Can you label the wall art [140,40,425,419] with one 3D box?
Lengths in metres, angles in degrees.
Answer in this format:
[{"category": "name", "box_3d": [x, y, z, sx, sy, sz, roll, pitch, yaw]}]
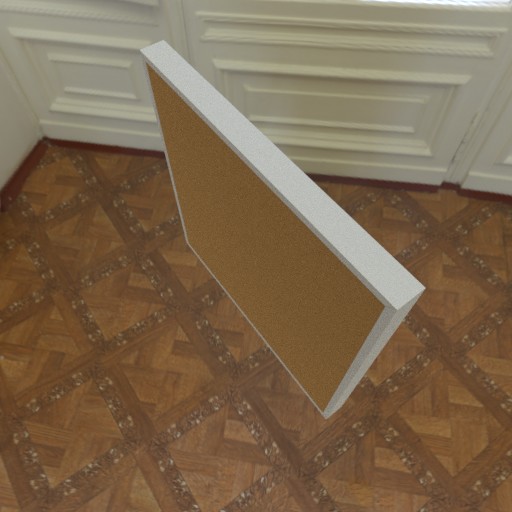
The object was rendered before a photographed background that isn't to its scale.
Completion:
[{"category": "wall art", "box_3d": [0.000, 0.000, 0.451, 0.024, 0.304, 0.304, -32, 64, -18]}]
